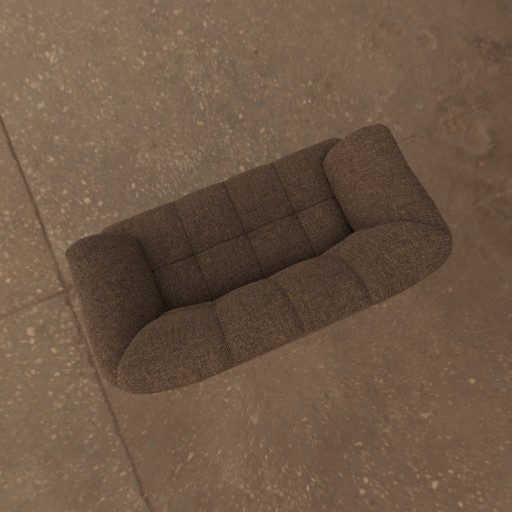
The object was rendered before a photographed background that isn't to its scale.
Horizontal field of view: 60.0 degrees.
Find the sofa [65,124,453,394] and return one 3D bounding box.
[{"bbox_3d":[0.000,0.000,1.917,1.404,0.895,0.799,-23,77,-5],"label":"sofa"}]
